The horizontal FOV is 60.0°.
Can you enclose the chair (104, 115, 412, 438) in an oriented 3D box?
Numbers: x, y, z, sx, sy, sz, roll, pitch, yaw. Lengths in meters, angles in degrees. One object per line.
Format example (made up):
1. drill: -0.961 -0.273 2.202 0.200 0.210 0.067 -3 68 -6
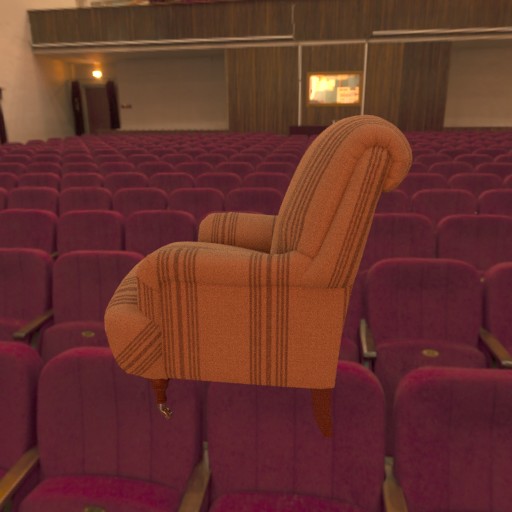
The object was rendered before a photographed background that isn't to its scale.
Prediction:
1. chair: 0.000 0.000 1.576 0.914 0.940 0.813 2 15 8
